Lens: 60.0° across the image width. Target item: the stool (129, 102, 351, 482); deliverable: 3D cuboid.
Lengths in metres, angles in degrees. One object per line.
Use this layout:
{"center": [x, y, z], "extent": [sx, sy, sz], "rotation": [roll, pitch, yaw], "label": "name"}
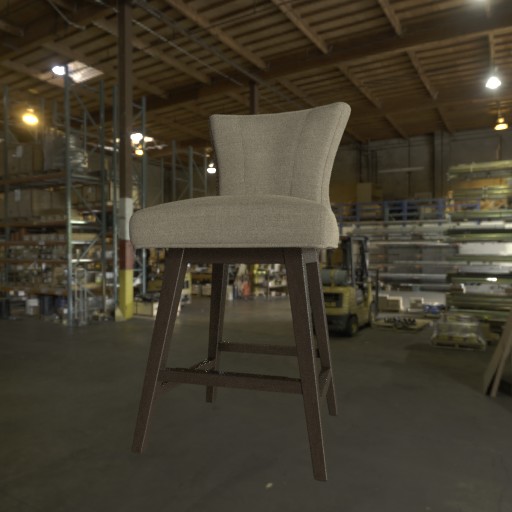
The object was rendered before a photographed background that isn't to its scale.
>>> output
{"center": [0.000, 0.000, 1.307], "extent": [0.514, 1.000, 0.574], "rotation": [0, 0, 17], "label": "stool"}
